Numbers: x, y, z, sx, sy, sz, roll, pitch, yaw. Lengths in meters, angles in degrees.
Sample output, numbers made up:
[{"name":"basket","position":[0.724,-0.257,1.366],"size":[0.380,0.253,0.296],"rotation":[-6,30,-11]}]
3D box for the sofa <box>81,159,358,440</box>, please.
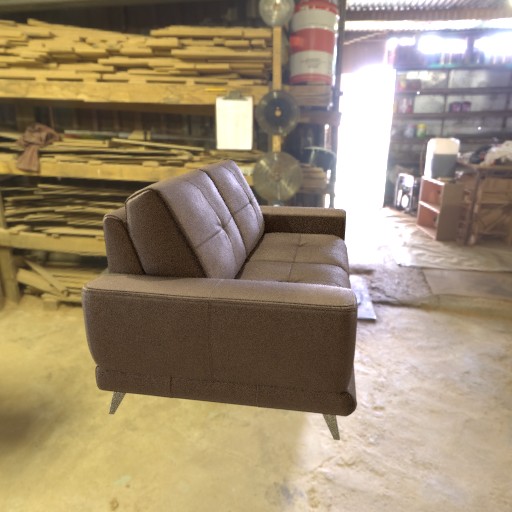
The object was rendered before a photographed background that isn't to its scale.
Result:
[{"name":"sofa","position":[0.000,0.000,2.371],"size":[1.018,0.907,1.806],"rotation":[3,17,9]}]
